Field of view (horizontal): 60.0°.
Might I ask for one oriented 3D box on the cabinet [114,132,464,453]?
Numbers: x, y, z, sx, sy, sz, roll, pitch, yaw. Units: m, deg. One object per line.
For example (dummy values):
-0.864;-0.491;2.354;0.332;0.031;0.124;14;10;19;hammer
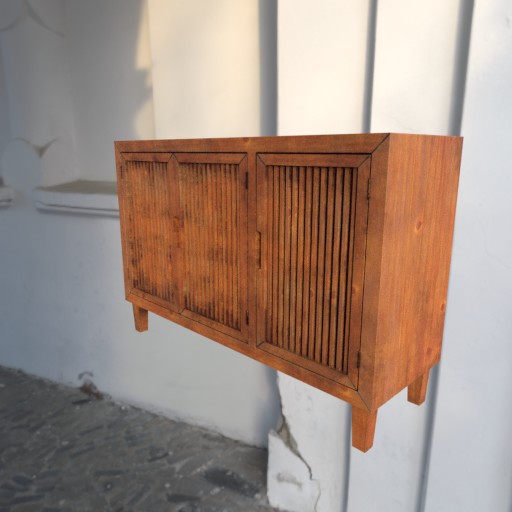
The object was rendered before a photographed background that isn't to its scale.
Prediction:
0.000;0.000;1.580;0.403;0.805;1.204;-13;19;-43;cabinet
